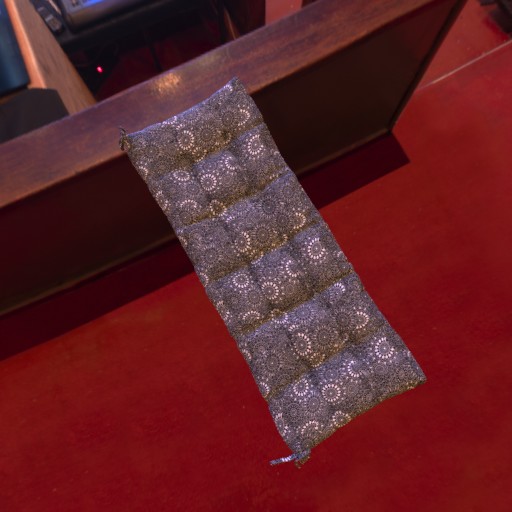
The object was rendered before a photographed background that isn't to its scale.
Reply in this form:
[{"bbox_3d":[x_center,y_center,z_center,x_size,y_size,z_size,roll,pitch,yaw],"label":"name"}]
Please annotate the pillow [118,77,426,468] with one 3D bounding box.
[{"bbox_3d":[0.000,0.000,1.370,0.511,0.174,1.194,-29,80,-6],"label":"pillow"}]
